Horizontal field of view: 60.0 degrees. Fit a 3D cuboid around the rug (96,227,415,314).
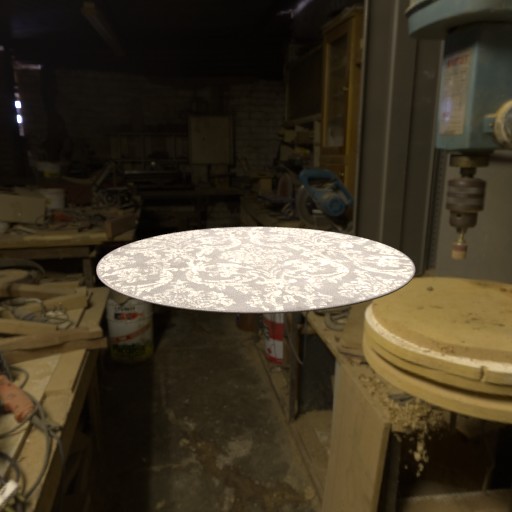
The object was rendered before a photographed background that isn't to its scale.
[{"bbox_3d":[0.000,0.000,2.343,1.593,0.012,1.593,0,15,0],"label":"rug"}]
